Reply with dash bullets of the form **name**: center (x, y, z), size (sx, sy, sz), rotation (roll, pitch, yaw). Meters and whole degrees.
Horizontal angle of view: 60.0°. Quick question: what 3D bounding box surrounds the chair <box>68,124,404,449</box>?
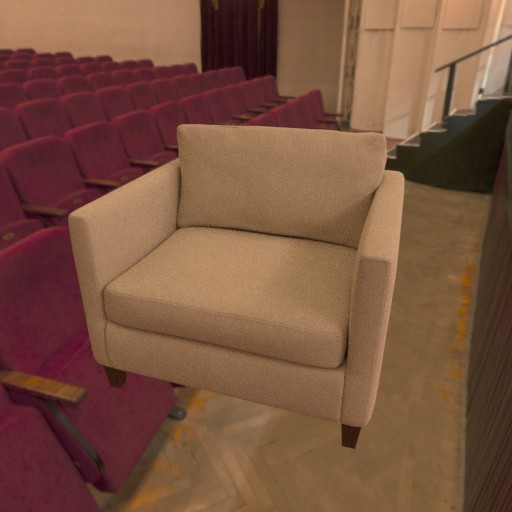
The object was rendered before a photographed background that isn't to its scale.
- **chair**: center (0.000, 0.000, 1.841), size (1.107, 0.961, 0.959), rotation (8, 27, 16)
